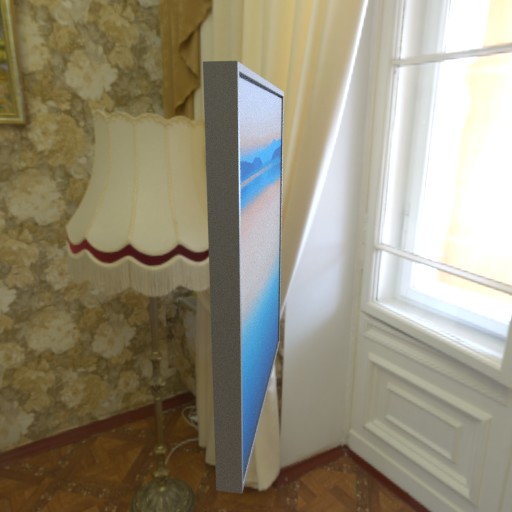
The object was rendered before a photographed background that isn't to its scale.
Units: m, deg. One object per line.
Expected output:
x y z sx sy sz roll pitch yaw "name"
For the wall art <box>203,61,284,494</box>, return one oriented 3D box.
0.000 0.000 0.753 0.037 0.554 0.453 3 17 9 "wall art"
